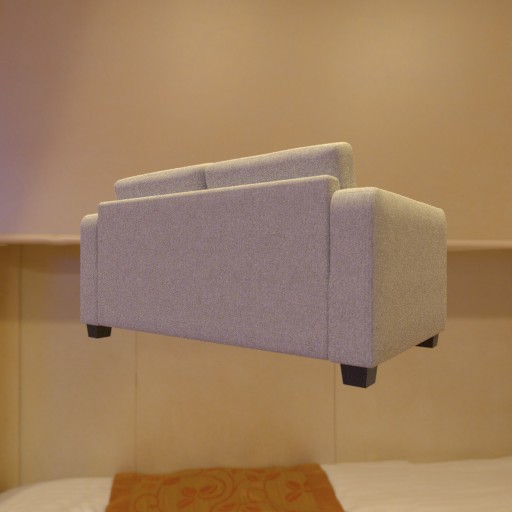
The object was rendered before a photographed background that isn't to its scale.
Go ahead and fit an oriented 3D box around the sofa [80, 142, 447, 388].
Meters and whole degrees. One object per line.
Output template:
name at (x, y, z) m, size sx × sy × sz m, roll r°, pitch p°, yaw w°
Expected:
sofa at (0.000, 0.000, 2.097) m, size 1.540 × 0.800 × 0.900 m, roll 0°, pitch 0°, yaw 37°
